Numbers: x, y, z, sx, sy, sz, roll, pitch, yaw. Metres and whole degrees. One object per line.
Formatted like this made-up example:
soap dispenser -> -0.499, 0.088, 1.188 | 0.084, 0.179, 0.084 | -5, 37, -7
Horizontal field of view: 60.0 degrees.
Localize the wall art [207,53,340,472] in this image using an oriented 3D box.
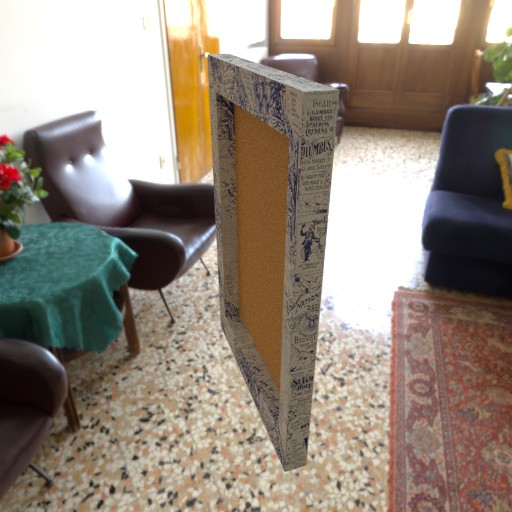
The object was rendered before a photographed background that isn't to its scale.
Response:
wall art -> 0.000, 0.000, 0.762 | 0.040, 0.601, 0.408 | -10, 31, -17
